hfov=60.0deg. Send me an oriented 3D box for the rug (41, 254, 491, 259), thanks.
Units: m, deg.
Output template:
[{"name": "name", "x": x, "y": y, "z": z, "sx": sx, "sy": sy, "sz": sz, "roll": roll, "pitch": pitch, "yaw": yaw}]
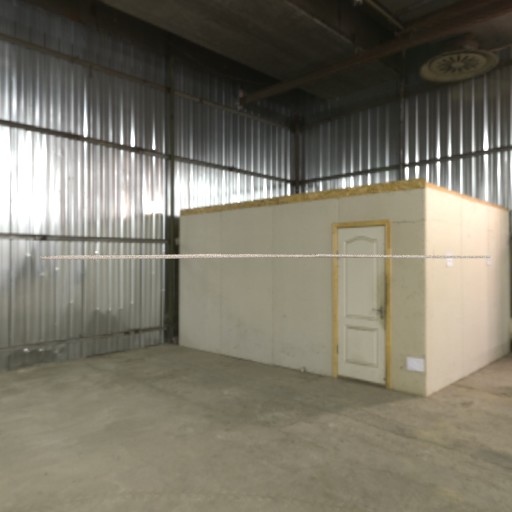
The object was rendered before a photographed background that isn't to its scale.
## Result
[{"name": "rug", "x": 0.000, "y": 0.000, "z": 2.215, "sx": 1.792, "sy": 0.021, "sz": 1.154, "roll": 0, "pitch": 0, "yaw": -17}]
